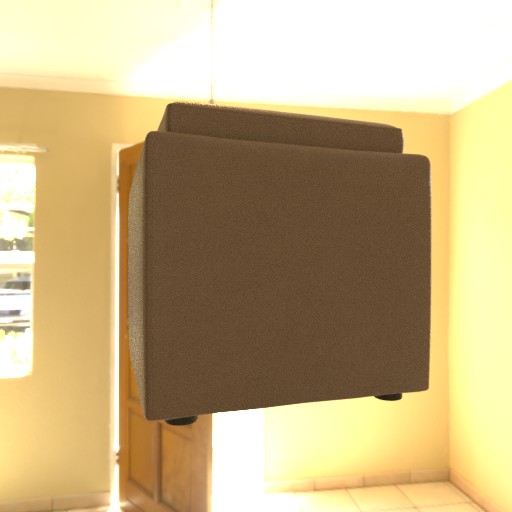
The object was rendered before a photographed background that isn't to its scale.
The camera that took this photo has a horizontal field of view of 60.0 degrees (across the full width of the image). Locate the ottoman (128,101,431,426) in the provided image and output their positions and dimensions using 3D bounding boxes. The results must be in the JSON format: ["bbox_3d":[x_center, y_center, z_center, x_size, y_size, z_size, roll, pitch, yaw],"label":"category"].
[{"bbox_3d":[0.000,0.000,0.831,0.450,0.460,0.451,0,-1,-18],"label":"ottoman"}]
